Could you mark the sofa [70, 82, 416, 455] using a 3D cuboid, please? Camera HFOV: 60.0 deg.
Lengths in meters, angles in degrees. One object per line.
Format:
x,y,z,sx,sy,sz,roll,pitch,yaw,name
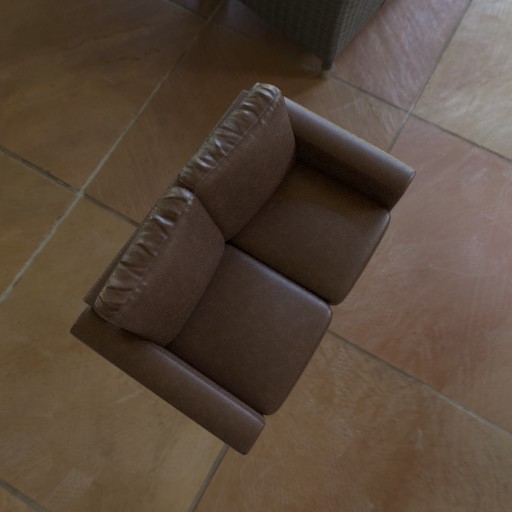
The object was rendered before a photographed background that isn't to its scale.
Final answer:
0.000,0.000,2.261,1.016,0.873,1.616,32,77,9,sofa
